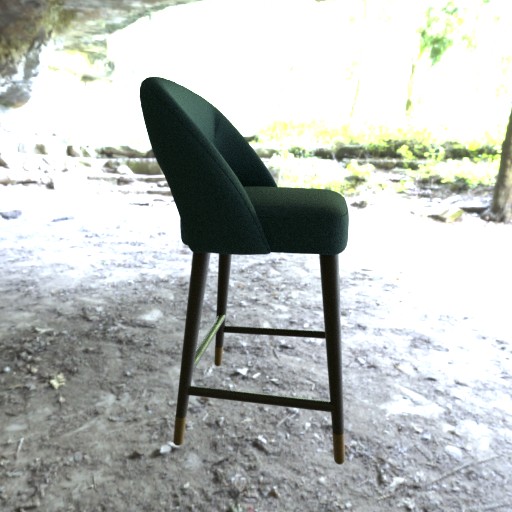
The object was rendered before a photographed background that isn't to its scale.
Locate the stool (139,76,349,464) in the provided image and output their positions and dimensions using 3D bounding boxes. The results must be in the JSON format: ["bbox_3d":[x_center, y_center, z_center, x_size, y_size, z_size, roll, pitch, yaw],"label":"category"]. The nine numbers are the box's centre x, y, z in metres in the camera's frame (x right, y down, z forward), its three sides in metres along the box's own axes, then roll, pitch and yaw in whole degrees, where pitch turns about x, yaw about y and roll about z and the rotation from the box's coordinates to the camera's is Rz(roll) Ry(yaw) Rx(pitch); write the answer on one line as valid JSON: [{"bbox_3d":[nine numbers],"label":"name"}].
[{"bbox_3d":[0.000,0.000,1.243,0.522,0.939,0.536,2,15,9],"label":"stool"}]
